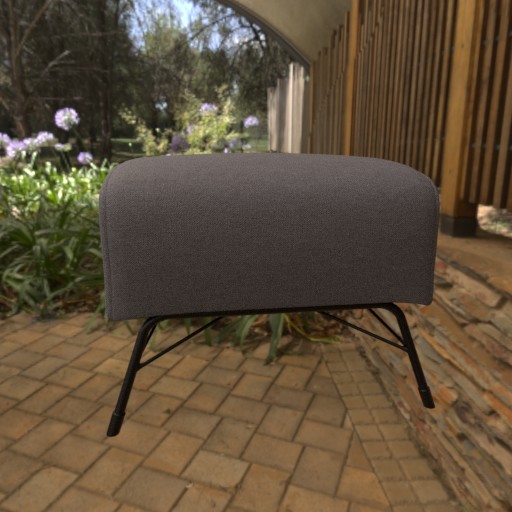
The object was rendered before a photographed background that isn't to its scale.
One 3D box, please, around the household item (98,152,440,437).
[{"bbox_3d":[0.000,0.000,0.902,0.530,0.410,0.530,-2,14,-8],"label":"household item"}]
